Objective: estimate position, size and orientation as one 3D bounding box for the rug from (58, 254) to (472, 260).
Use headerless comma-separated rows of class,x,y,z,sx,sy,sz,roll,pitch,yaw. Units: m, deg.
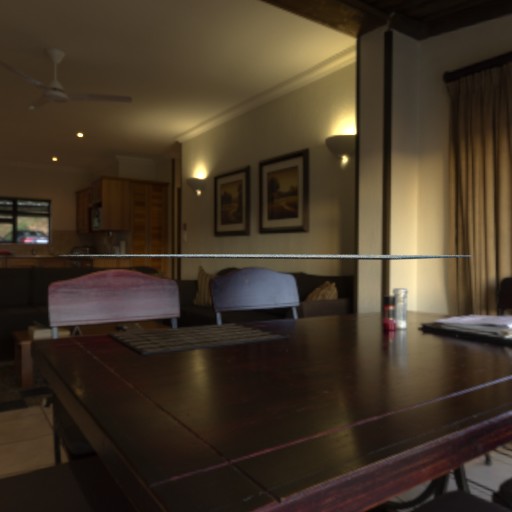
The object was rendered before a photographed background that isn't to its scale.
rug,0.000,0.000,2.228,1.795,0.008,1.102,0,1,37
